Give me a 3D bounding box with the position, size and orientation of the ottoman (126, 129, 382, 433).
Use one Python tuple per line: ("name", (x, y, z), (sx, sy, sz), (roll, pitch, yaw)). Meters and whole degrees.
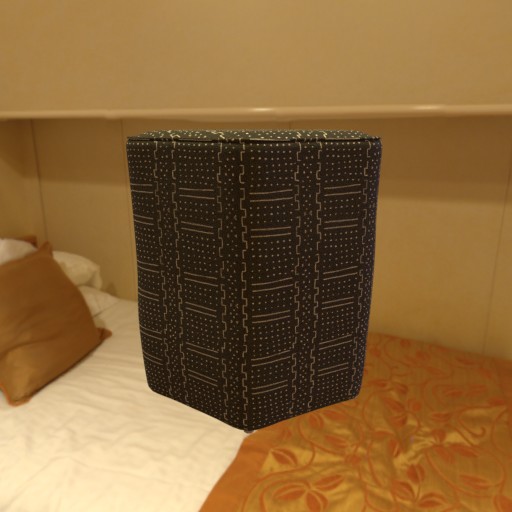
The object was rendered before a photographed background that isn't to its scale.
("ottoman", (0.000, 0.000, 0.917), (0.494, 0.502, 0.443), (-8, 18, -25))
